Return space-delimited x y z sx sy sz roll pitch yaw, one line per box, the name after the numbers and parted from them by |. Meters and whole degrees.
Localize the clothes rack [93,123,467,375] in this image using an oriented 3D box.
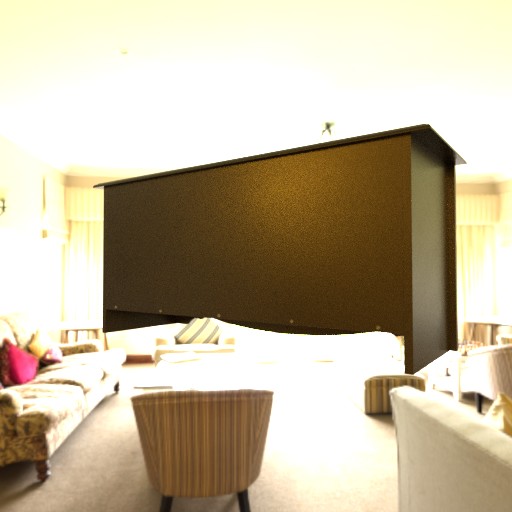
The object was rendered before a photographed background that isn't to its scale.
0.000 0.000 1.470 1.219 0.556 0.406 -1 -2 36 | clothes rack
